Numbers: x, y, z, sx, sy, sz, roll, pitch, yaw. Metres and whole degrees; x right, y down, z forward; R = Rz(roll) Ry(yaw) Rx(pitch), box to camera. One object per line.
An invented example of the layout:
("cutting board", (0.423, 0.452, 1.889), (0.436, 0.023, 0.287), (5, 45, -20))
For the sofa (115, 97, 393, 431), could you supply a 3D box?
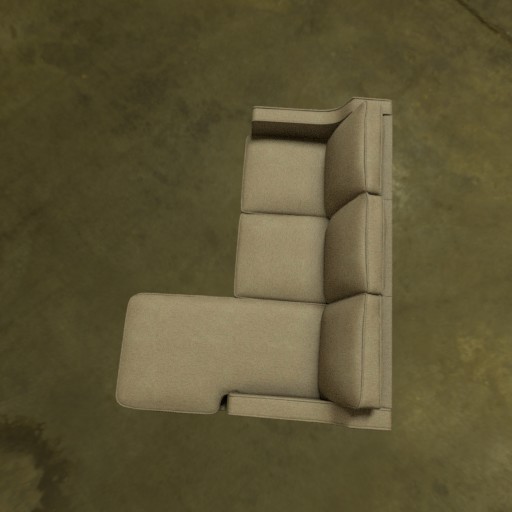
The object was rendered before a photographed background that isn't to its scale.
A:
("sofa", (0.000, 0.000, 3.324), (1.858, 1.081, 2.317), (4, 76, 1))
